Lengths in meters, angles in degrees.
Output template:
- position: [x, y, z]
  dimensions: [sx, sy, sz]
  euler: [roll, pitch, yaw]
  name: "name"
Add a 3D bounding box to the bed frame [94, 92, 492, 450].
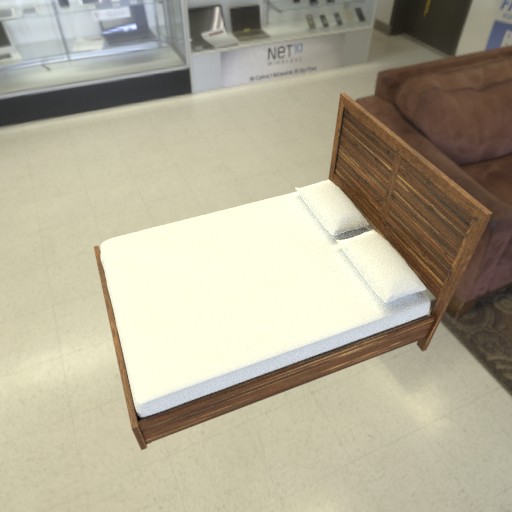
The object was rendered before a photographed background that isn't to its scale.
- position: [0.000, 0.000, 3.318]
  dimensions: [2.276, 1.417, 1.696]
  euler: [-16, 47, -15]
  name: "bed frame"
